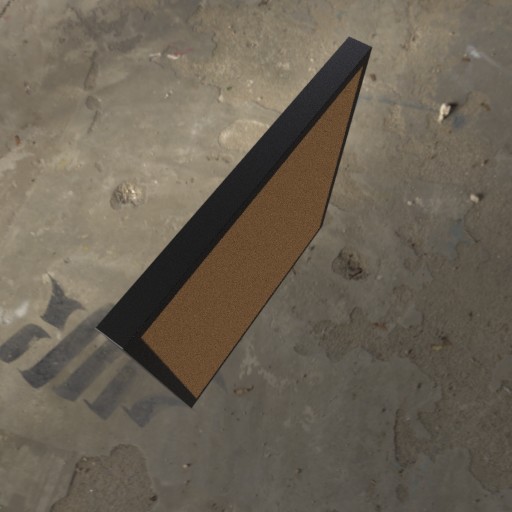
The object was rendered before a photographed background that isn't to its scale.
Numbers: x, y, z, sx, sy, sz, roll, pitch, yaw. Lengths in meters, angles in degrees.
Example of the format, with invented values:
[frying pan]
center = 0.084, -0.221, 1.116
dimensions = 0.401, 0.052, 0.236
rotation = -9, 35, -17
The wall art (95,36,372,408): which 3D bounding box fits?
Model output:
[wall art]
center = 0.000, 0.000, 0.751
dimensions = 0.037, 0.506, 0.506
rotation = 32, 69, 14
